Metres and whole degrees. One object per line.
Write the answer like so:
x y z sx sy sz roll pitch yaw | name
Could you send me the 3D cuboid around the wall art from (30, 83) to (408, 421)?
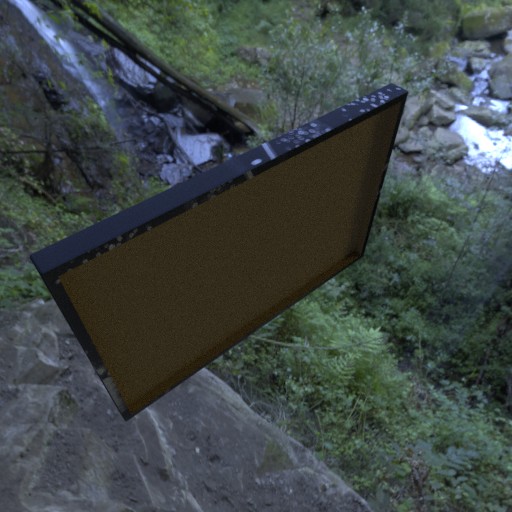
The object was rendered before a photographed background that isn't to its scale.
0.000 0.000 0.752 0.609 0.406 0.037 -31 56 -25 | wall art
